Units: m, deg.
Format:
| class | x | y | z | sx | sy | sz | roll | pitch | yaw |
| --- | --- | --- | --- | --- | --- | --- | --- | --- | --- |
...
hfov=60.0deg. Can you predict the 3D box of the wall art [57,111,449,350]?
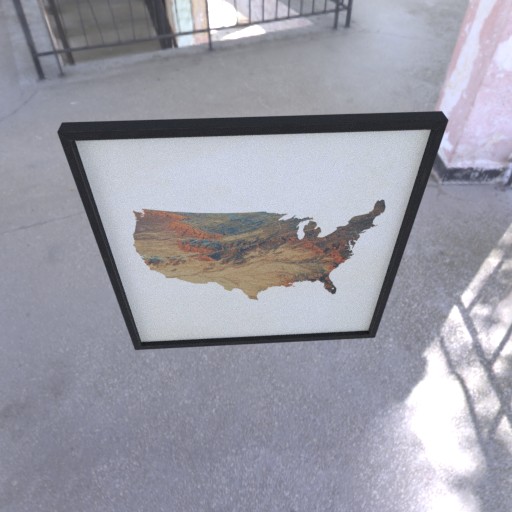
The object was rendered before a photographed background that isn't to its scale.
| class | x | y | z | sx | sy | sz | roll | pitch | yaw |
| --- | --- | --- | --- | --- | --- | --- | --- | --- | --- |
| wall art | 0.000 | 0.000 | 0.457 | 0.304 | 0.303 | 0.015 | -2 | 46 | -2 |
